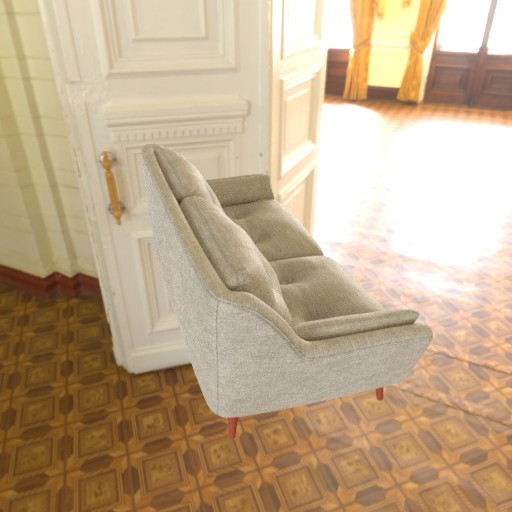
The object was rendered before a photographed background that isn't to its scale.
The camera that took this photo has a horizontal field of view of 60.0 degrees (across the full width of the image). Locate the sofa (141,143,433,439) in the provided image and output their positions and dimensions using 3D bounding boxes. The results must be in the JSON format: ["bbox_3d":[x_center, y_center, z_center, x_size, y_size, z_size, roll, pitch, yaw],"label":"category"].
[{"bbox_3d":[0.000,0.000,2.485,0.976,0.897,1.930,-11,33,-17],"label":"sofa"}]
